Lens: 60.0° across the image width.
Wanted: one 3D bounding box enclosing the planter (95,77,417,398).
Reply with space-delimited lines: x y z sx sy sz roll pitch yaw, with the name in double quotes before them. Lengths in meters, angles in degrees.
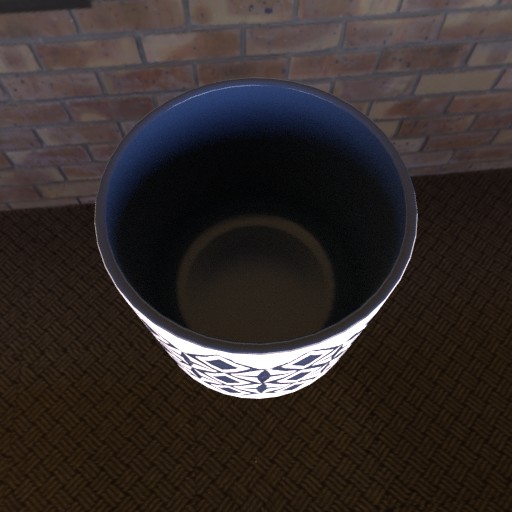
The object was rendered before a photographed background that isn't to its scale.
"planter" 0.000 0.000 0.324 0.182 0.165 0.182 0 65 0
